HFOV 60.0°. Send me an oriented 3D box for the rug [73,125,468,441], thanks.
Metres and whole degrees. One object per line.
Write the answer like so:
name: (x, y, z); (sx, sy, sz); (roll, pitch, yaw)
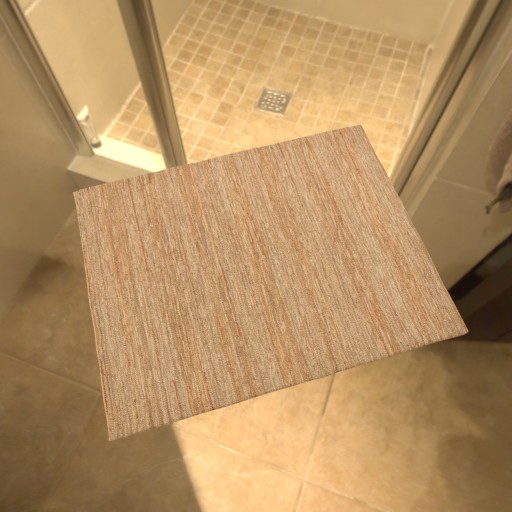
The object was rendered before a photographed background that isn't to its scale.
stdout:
rug: (0.000, 0.000, 3.898); (2.939, 0.009, 2.313); (-15, 65, -7)
